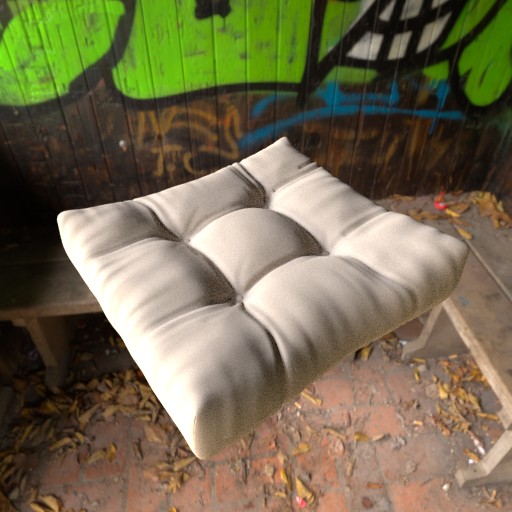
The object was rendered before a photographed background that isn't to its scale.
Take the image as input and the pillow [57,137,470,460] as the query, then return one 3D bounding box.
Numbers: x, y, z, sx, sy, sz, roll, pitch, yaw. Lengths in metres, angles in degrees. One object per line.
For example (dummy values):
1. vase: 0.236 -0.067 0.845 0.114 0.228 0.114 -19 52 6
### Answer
1. pillow: 0.000 0.000 0.718 0.490 0.128 0.468 -26 47 -26
